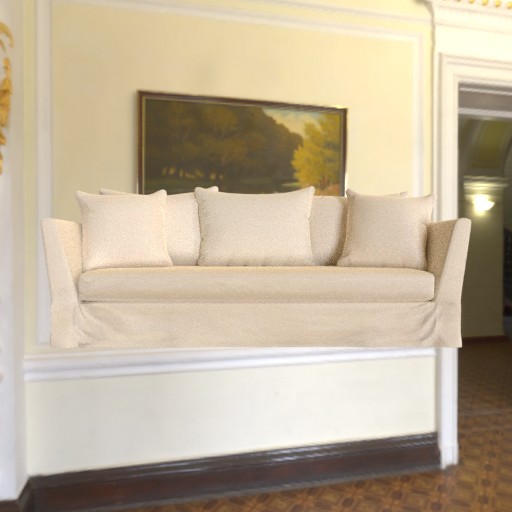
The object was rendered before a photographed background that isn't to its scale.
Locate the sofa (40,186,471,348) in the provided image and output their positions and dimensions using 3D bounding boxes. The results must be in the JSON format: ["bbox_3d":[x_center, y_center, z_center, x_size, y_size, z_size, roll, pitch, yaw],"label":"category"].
[{"bbox_3d":[0.000,0.000,3.042,2.484,1.042,1.030,0,1,0],"label":"sofa"}]
